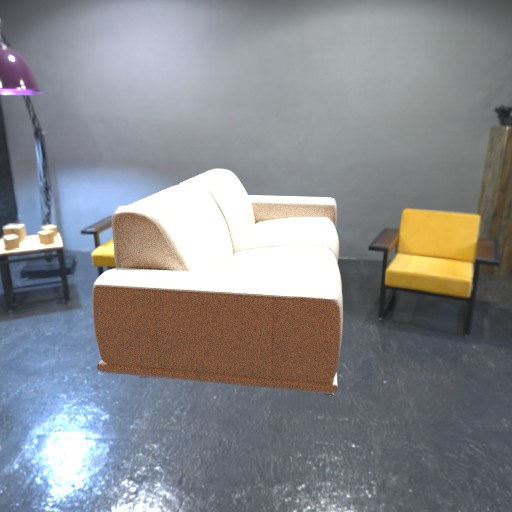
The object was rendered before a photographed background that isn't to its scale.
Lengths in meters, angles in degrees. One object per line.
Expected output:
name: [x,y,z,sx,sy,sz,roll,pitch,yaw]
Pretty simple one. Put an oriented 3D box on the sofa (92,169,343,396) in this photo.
sofa: [0.000,0.000,2.398,0.900,0.772,1.901,3,17,9]
